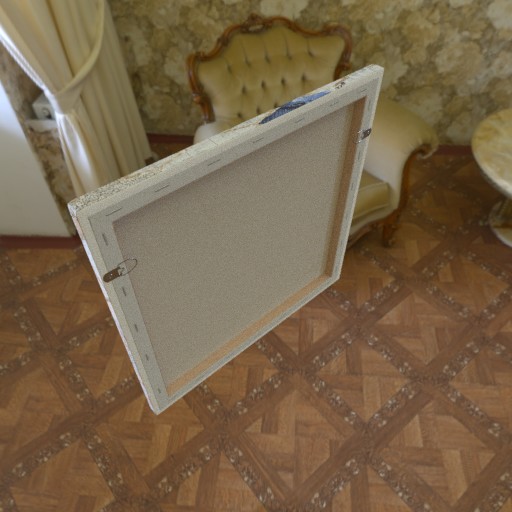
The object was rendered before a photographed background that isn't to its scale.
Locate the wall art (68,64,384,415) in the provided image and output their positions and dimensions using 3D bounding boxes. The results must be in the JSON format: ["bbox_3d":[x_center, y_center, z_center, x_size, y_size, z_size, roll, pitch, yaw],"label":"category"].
[{"bbox_3d":[0.000,0.000,1.362,0.912,0.914,0.039,-33,55,-26],"label":"wall art"}]
